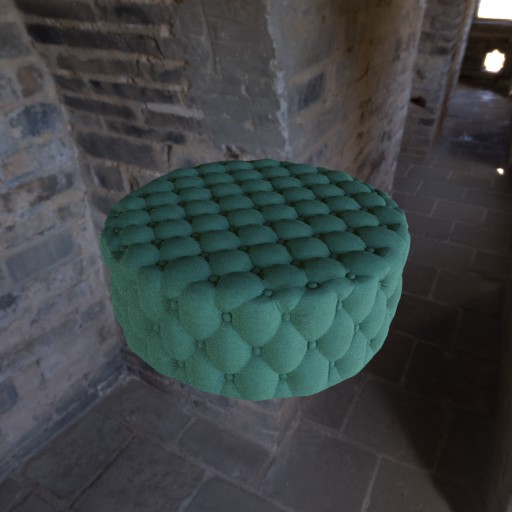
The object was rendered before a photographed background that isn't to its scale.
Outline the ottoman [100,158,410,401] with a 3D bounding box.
[{"bbox_3d":[0.000,0.000,1.546,0.998,0.399,0.998,0,32,0],"label":"ottoman"}]
